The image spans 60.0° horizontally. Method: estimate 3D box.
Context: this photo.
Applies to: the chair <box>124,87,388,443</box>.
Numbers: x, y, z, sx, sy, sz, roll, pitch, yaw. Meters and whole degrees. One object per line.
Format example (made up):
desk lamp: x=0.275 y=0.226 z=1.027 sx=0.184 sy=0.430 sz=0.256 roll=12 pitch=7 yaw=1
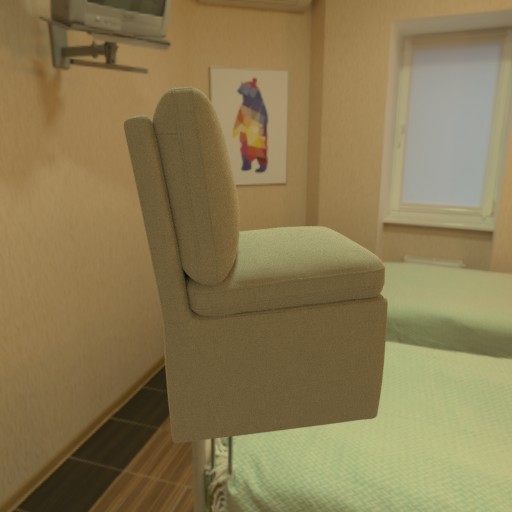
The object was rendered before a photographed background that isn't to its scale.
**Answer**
chair: x=0.000 y=0.000 z=1.367 sx=0.698 sy=0.927 sz=0.503 roll=-3 pitch=15 yaw=-11
